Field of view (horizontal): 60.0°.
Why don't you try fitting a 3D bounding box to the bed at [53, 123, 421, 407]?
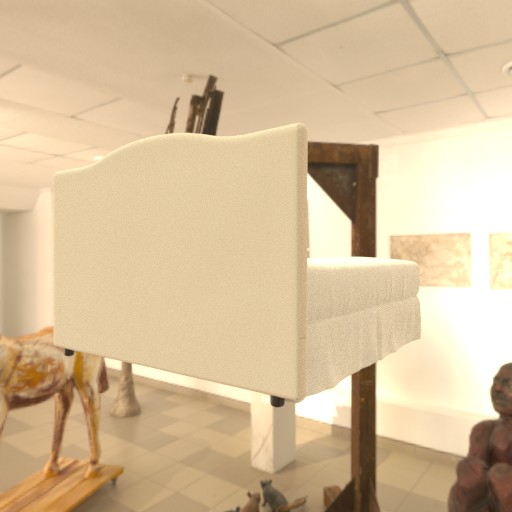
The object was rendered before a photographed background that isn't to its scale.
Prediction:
[{"bbox_3d":[0.000,0.000,3.476,2.083,1.421,2.182,0,0,36],"label":"bed"}]
